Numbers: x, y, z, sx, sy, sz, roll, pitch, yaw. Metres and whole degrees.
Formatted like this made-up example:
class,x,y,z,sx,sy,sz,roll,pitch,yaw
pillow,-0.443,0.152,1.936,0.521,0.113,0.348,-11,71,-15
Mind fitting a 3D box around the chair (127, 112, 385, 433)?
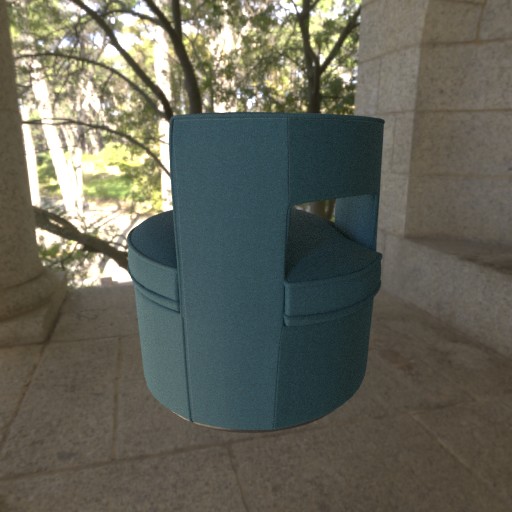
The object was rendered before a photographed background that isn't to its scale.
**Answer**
class,x,y,z,sx,sy,sz,roll,pitch,yaw
chair,0.000,0.000,1.214,0.684,0.711,0.660,-13,19,-43
